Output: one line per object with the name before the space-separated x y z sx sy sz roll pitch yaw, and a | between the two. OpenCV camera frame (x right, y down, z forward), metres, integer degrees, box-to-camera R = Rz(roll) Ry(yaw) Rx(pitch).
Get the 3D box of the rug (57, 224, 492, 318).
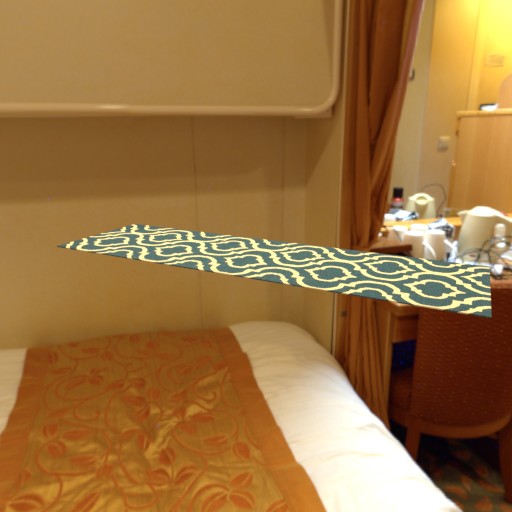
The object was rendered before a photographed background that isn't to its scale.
rug | 0.000 0.000 2.434 2.296 0.006 0.685 8 18 25
